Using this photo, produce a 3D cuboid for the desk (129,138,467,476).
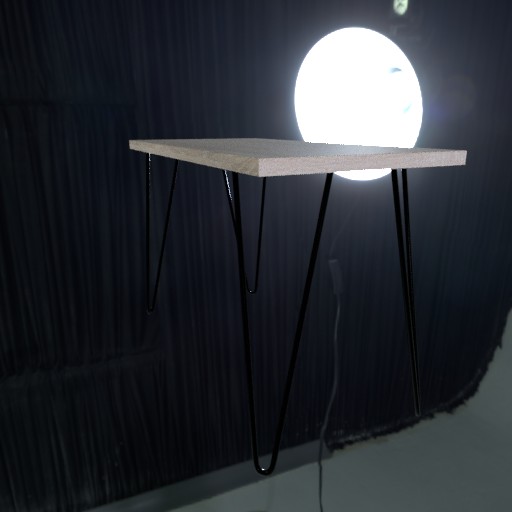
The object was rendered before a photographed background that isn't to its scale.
[{"bbox_3d":[0.000,0.000,1.348,0.499,0.660,0.991,-8,18,-26],"label":"desk"}]
